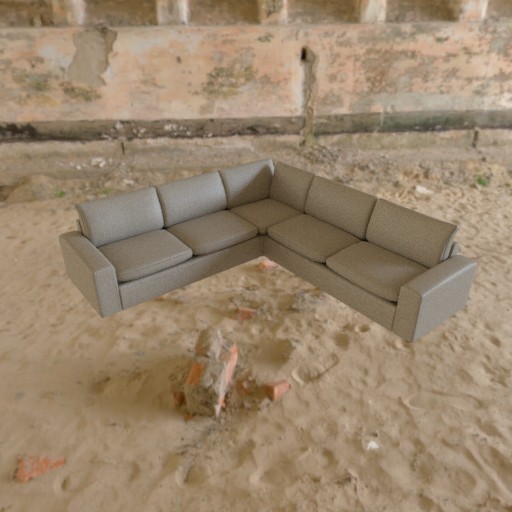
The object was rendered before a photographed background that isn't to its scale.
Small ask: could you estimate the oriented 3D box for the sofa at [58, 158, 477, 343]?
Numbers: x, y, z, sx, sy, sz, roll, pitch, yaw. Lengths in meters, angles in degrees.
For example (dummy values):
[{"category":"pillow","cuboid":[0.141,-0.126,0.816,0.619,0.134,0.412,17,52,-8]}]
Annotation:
[{"category":"sofa","cuboid":[0.000,0.000,4.011,2.622,0.800,2.742,-21,35,-33]}]
